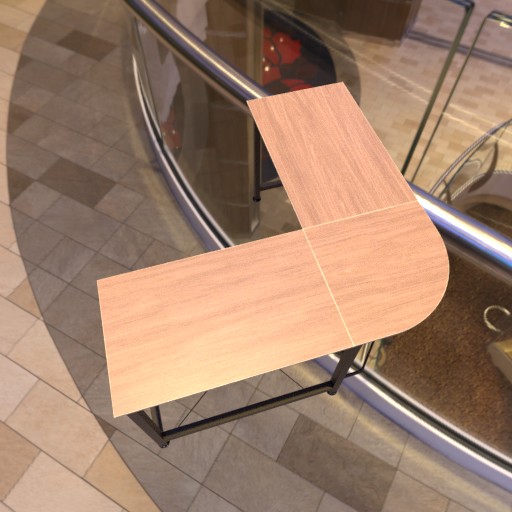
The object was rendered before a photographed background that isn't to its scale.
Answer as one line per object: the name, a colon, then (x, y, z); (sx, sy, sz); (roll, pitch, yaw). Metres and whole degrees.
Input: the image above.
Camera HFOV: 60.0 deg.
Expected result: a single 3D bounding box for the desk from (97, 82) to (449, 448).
desk: (0.000, 0.000, 2.251); (1.400, 0.762, 1.400); (-14, 59, -9)
